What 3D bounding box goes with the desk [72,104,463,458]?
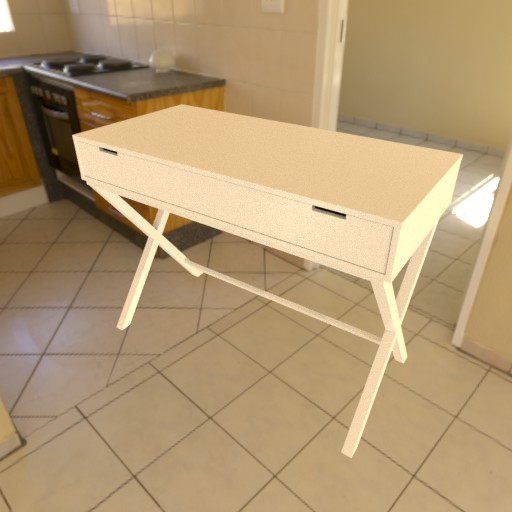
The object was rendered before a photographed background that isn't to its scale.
[{"bbox_3d":[0.000,0.000,1.521,1.059,0.780,0.509,20,37,29],"label":"desk"}]
